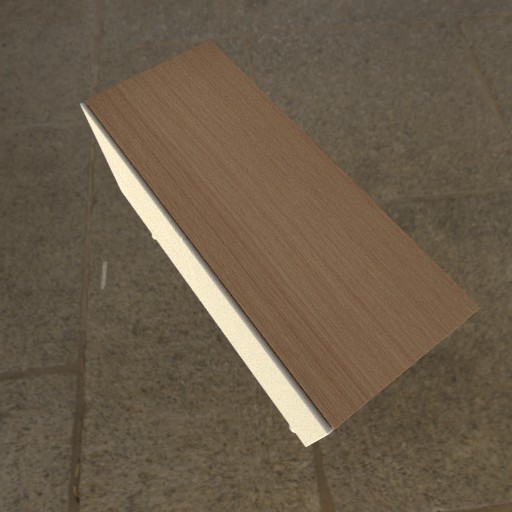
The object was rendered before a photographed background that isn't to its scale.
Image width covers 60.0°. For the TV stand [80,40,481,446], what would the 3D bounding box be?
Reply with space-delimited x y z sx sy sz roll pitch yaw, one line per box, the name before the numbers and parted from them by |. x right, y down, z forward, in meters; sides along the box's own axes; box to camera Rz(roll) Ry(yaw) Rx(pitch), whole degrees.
TV stand | 0.000 0.000 1.319 0.407 0.660 0.991 -33 68 -15
